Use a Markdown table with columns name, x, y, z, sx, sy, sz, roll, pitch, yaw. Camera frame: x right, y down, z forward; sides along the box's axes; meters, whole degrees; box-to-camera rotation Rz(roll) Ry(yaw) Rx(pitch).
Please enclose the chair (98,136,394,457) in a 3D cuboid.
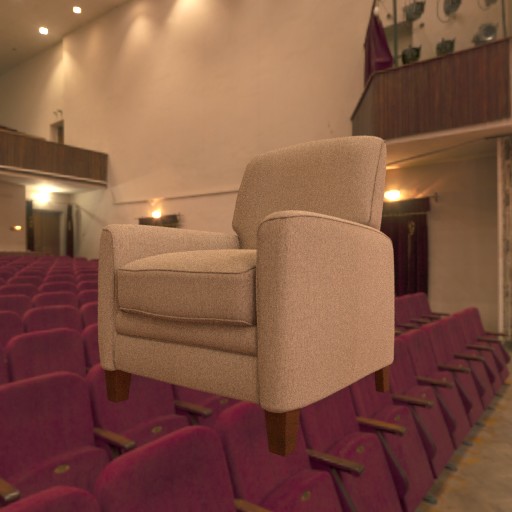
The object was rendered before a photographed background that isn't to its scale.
| name | x | y | z | sx | sy | sz | roll | pitch | yaw |
| --- | --- | --- | --- | --- | --- | --- | --- | --- | --- |
| chair | 0.000 | 0.000 | 1.631 | 0.848 | 1.014 | 0.864 | 0 | -1 | 37 |
